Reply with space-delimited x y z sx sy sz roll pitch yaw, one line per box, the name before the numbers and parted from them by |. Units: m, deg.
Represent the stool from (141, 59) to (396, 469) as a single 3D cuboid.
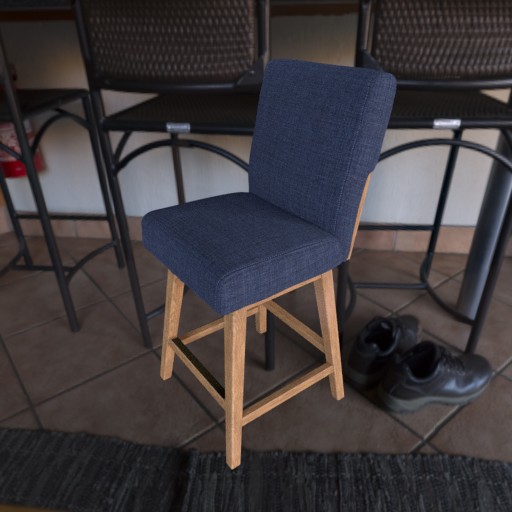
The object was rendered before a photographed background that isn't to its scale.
stool | 0.000 0.000 1.297 0.526 1.010 0.459 -20 35 -31
